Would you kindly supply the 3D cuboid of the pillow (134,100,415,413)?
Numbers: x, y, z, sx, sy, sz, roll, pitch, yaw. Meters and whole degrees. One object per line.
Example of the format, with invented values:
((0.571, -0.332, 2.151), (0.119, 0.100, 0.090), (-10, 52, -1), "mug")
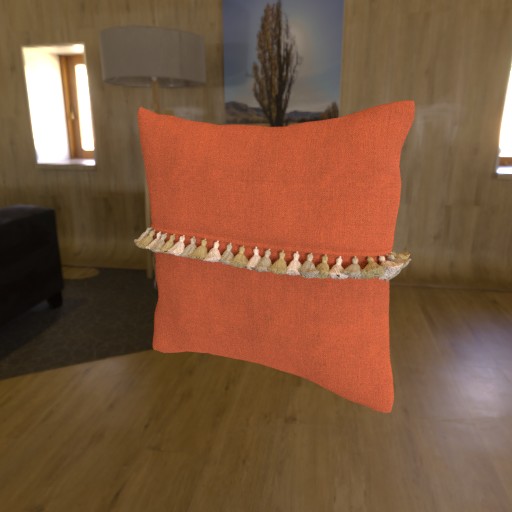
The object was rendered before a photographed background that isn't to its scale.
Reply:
((0.000, 0.000, 0.739), (0.490, 0.482, 0.165), (8, 18, 25), "pillow")
